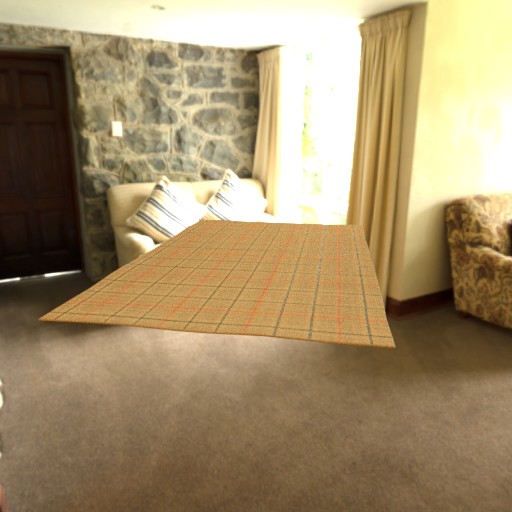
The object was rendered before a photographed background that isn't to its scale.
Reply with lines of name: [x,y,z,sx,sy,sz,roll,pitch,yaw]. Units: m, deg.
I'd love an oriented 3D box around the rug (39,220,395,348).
rug: [0.000,0.000,2.993,1.524,0.015,2.439,3,15,10]
